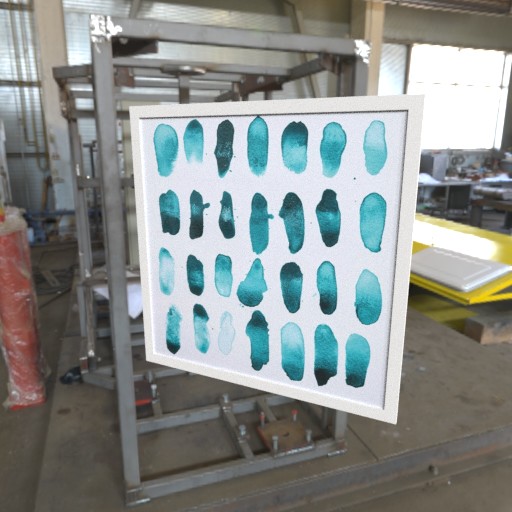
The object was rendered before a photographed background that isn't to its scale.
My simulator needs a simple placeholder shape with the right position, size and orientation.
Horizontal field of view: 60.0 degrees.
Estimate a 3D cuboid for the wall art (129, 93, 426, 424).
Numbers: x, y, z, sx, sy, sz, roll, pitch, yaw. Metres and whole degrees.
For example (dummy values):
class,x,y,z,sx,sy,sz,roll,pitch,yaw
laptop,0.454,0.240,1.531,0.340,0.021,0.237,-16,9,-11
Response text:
class,x,y,z,sx,sy,sz,roll,pitch,yaw
wall art,0.000,0.000,0.844,0.558,0.559,0.009,7,16,25
